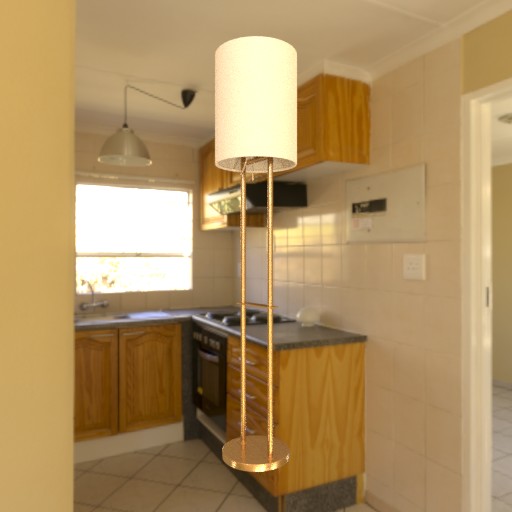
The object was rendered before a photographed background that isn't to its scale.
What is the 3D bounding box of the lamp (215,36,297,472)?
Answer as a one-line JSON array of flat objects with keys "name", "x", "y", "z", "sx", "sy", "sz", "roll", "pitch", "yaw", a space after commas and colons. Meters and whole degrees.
[{"name": "lamp", "x": 0.000, "y": 0.000, "z": 1.664, "sx": 0.305, "sy": 1.500, "sz": 0.306, "roll": 0, "pitch": 0, "yaw": -38}]
